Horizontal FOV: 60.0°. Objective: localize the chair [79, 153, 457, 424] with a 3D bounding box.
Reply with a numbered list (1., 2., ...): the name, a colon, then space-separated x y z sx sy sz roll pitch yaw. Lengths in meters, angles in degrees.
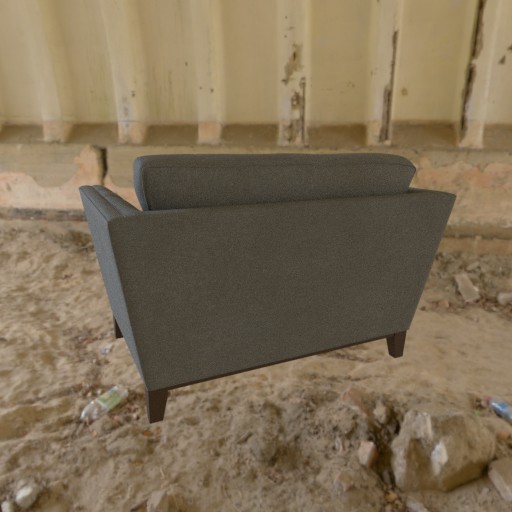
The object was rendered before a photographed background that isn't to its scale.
1. chair: 0.000 0.000 2.036 1.396 0.942 0.965 -7 16 -25
